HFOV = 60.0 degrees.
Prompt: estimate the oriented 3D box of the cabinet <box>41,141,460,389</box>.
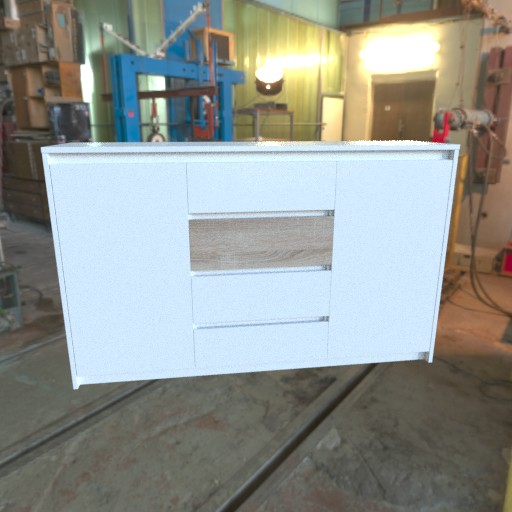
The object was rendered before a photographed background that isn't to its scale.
[{"bbox_3d":[0.000,0.000,1.828,1.450,0.900,0.380,-2,17,-8],"label":"cabinet"}]
